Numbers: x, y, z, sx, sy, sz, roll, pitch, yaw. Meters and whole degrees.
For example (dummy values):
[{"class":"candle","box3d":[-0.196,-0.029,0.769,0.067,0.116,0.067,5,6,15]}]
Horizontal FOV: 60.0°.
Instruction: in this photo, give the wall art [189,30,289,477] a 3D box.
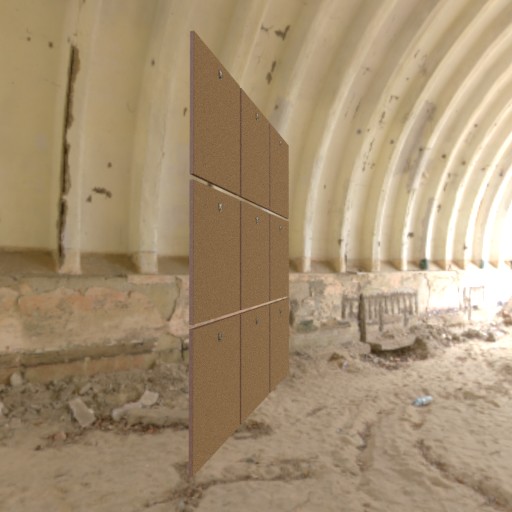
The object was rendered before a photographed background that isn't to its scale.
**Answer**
[{"class":"wall art","box3d":[0.000,0.000,1.793,0.019,1.218,1.221,0,-1,17]}]
